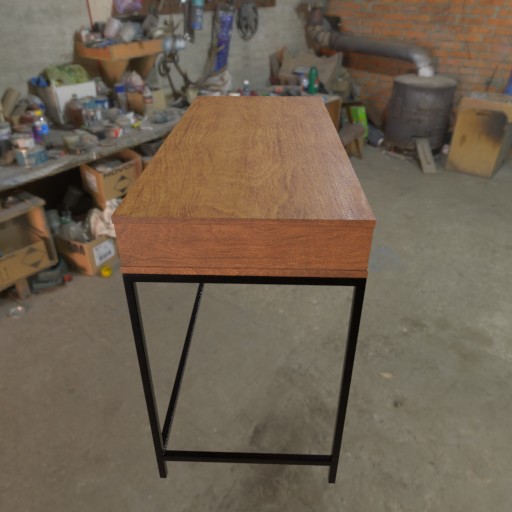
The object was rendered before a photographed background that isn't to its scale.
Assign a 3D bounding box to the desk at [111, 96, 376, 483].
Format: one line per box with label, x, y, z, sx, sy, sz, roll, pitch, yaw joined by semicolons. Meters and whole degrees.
desk;0.000;0.000;1.393;0.470;0.762;1.016;1;31;2
